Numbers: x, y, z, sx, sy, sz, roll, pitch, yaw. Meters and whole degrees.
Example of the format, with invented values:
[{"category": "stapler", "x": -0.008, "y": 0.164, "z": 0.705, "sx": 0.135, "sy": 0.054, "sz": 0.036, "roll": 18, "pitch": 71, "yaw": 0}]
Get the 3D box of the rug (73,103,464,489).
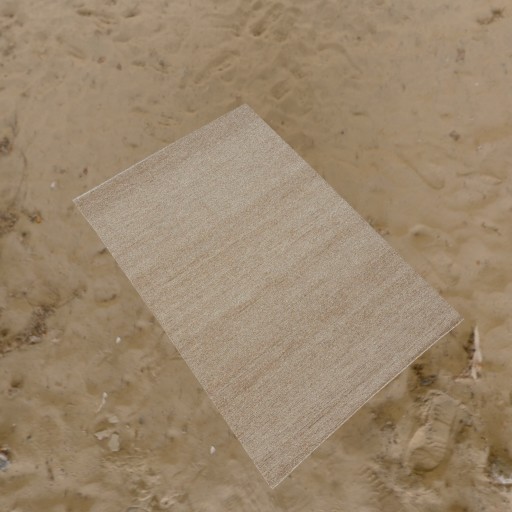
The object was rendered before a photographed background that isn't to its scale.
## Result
[{"category": "rug", "x": 0.000, "y": 0.000, "z": 3.020, "sx": 1.574, "sy": 0.029, "sz": 2.346, "roll": -34, "pitch": 69, "yaw": -16}]
